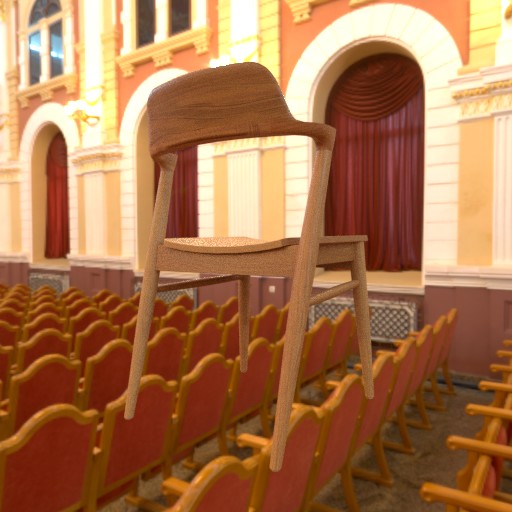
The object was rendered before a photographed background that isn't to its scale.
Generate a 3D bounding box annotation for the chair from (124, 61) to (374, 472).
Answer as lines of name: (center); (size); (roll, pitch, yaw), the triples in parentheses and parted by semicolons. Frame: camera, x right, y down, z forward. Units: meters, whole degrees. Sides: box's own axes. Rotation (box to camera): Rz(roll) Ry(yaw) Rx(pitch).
chair: (0.000, 0.000, 1.147); (0.512, 0.792, 0.499); (1, 2, 35)
